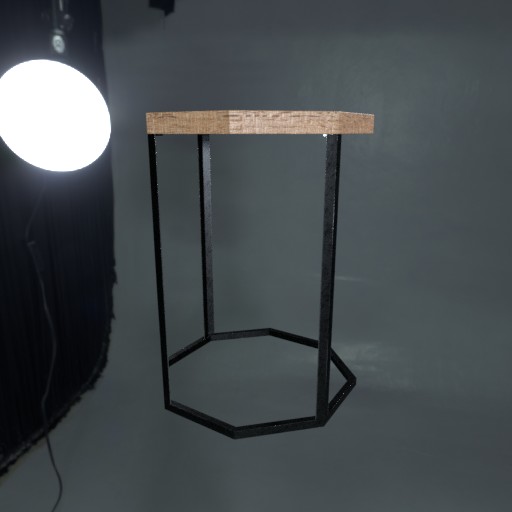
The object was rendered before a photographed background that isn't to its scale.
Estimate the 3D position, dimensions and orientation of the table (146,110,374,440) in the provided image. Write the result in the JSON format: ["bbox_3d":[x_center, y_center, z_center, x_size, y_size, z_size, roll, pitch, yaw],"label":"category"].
[{"bbox_3d":[0.000,0.000,0.916,0.437,0.553,0.437,3,16,10],"label":"table"}]
